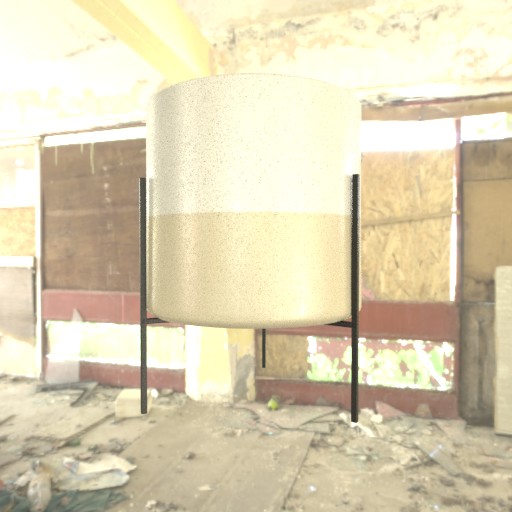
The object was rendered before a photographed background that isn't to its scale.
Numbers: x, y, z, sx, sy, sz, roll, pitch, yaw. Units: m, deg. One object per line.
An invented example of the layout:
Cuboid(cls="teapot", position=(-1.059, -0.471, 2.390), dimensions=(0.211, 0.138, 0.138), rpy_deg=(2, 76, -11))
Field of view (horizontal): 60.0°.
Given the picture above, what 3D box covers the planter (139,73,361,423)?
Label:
Cuboid(cls="planter", position=(0.000, 0.000, 0.753), dimensions=(0.368, 0.484, 0.359), rpy_deg=(1, 2, 36))
